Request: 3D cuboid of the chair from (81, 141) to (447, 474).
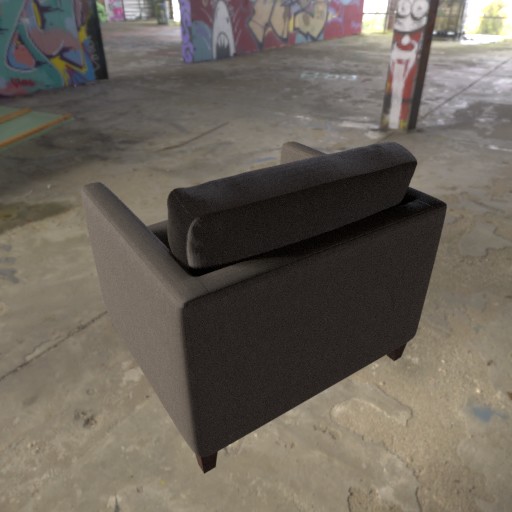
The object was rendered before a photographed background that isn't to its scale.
[{"bbox_3d":[0.000,0.000,1.819,1.107,0.963,0.959,-19,36,-28],"label":"chair"}]
